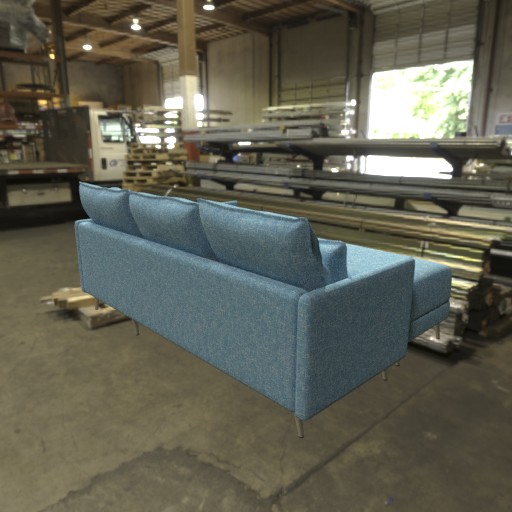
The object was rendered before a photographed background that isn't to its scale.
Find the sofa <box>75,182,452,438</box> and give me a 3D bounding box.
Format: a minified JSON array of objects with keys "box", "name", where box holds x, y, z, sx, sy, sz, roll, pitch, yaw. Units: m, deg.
[{"box":[0.000,0.000,2.746,1.420,0.899,2.034,-14,20,-42],"name":"sofa"}]
